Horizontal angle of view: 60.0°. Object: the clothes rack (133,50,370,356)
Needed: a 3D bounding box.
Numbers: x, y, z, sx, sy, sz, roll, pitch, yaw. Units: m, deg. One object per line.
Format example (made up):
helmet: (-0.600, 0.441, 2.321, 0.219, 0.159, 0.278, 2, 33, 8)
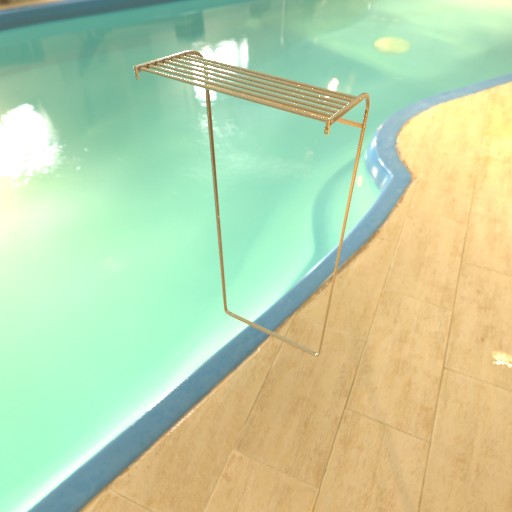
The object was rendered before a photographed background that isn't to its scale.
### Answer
clothes rack: (0.000, 0.000, 1.831, 0.609, 1.574, 0.349, 23, 51, 20)
